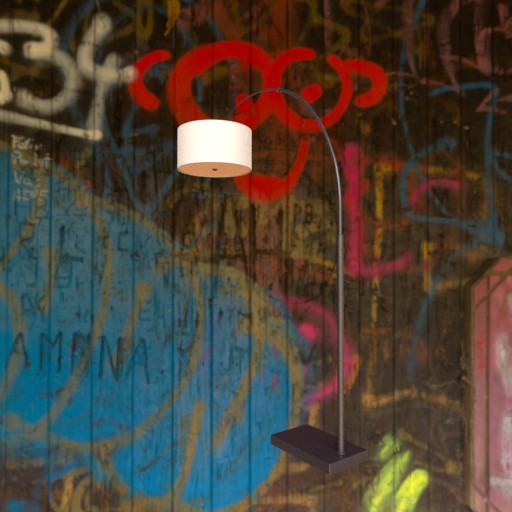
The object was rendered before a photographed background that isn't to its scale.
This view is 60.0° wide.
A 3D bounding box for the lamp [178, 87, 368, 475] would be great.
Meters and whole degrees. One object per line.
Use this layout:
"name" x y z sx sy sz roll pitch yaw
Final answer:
"lamp" 0.000 0.000 2.588 0.493 1.927 1.424 1 -1 -36
